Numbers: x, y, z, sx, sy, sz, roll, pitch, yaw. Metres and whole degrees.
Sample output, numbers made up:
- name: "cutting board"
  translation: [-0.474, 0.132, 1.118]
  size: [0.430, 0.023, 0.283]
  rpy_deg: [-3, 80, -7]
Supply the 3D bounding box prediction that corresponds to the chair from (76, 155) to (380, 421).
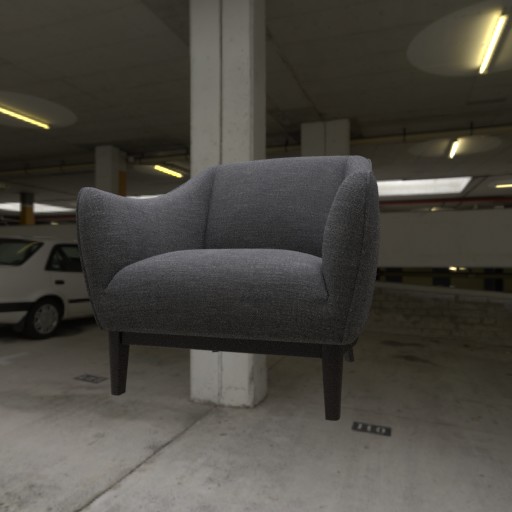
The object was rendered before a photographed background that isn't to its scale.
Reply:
- name: "chair"
  translation: [0.000, 0.000, 1.555]
  size: [0.870, 0.829, 0.851]
  rpy_deg: [0, 0, 19]
